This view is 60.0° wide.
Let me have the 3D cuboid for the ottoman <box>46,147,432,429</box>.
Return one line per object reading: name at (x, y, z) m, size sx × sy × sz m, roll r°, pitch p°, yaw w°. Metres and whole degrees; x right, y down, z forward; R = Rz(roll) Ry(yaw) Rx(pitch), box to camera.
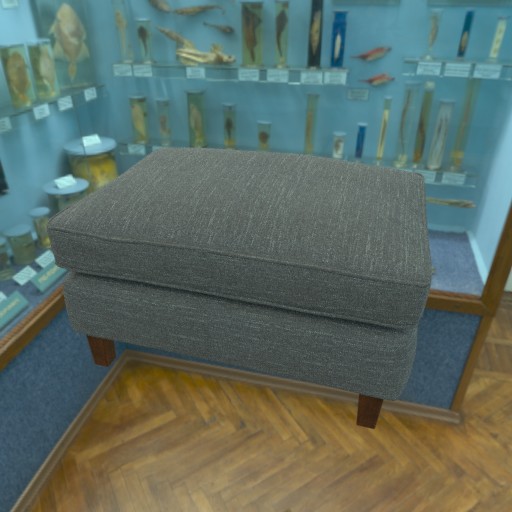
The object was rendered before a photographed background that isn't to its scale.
ottoman at (0.000, 0.000, 0.981) m, size 0.686 × 0.406 × 0.508 m, roll 9°, pitch 33°, yaw 14°
